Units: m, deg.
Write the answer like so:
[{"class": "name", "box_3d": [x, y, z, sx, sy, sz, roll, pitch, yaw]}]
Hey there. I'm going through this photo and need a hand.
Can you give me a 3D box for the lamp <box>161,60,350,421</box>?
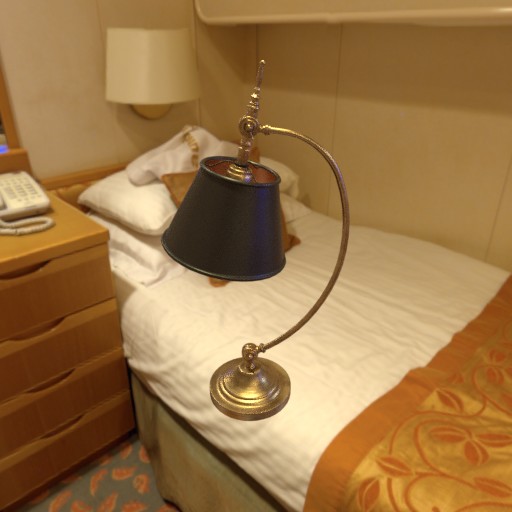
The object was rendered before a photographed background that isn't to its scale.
[{"class": "lamp", "box_3d": [0.000, 0.000, 0.834, 0.344, 0.675, 0.235, 0, 27, 0]}]
